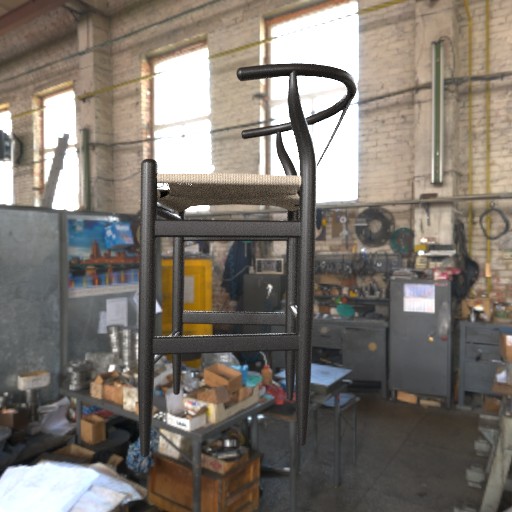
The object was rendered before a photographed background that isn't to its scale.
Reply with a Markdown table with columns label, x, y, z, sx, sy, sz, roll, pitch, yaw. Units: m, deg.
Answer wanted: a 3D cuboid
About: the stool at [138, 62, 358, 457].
| label | x | y | z | sx | sy | sz | roll | pitch | yaw |
| --- | --- | --- | --- | --- | --- | --- | --- | --- | --- |
| stool | 0.000 | 0.000 | 1.310 | 0.579 | 0.970 | 0.569 | 0 | 1 | -1 |
